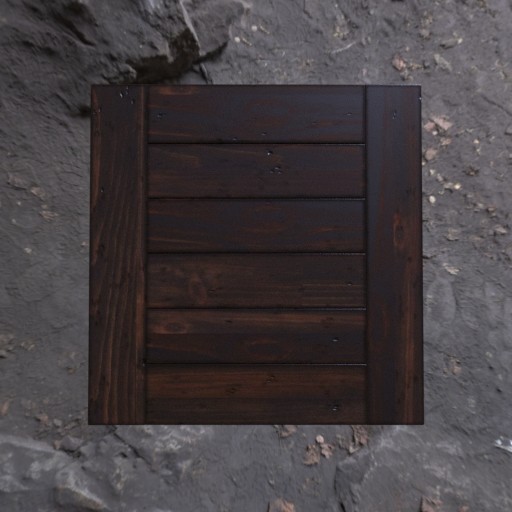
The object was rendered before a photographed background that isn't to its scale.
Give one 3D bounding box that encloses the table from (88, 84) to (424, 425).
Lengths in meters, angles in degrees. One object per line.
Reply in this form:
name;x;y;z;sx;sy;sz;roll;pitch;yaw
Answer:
table;0.000;0.000;1.004;0.593;0.437;0.606;0;89;0
